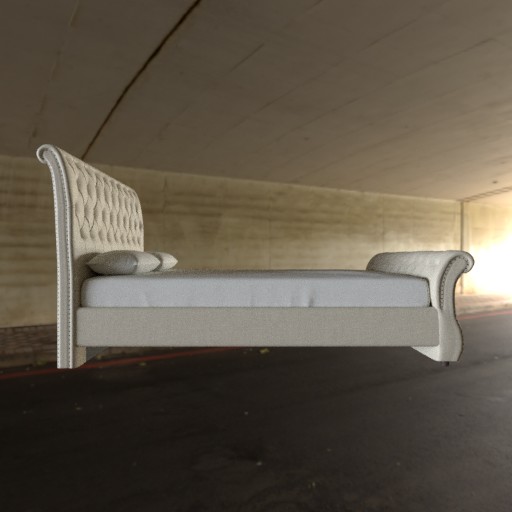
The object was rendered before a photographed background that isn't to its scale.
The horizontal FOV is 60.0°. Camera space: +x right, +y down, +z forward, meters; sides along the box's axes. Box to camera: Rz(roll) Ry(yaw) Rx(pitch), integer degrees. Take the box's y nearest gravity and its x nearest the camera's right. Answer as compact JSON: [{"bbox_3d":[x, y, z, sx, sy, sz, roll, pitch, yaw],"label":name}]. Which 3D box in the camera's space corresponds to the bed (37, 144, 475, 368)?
[{"bbox_3d":[0.000,0.000,3.302,2.493,1.268,1.606,0,0,0],"label":"bed"}]
